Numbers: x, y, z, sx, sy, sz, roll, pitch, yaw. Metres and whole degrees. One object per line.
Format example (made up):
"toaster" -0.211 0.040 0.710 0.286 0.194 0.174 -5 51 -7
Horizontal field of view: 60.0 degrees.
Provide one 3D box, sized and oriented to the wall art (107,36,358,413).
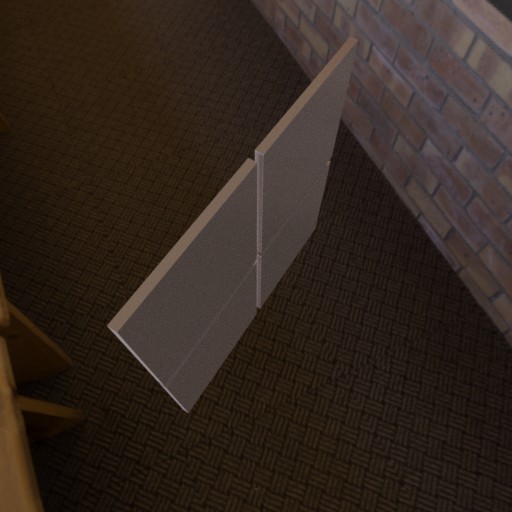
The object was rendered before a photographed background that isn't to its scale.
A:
"wall art" 0.000 0.000 1.651 0.029 1.118 1.118 30 66 15
